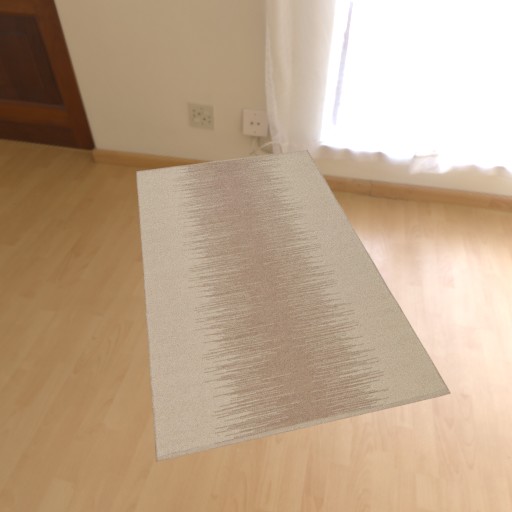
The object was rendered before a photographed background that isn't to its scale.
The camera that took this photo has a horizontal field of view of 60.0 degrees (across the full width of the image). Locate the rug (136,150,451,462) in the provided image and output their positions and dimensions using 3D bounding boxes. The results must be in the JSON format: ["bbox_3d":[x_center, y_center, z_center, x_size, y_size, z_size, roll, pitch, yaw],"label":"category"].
[{"bbox_3d":[0.000,0.000,3.025,1.522,0.012,2.440,-9,45,-9],"label":"rug"}]
